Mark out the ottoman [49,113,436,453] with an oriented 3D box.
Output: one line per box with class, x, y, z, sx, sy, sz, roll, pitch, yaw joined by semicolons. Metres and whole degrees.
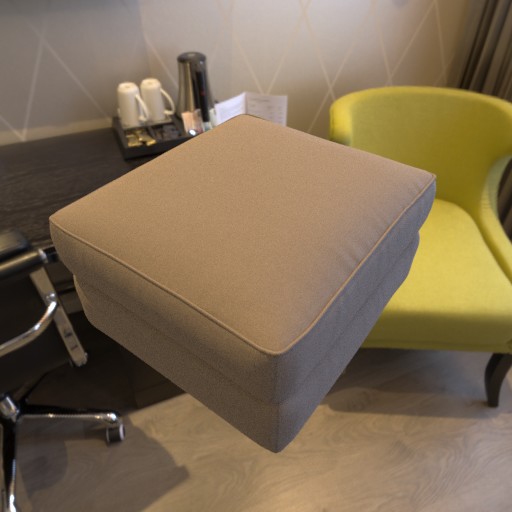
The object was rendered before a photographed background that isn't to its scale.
ottoman;0.000;0.000;1.148;0.662;0.505;0.721;26;48;27
